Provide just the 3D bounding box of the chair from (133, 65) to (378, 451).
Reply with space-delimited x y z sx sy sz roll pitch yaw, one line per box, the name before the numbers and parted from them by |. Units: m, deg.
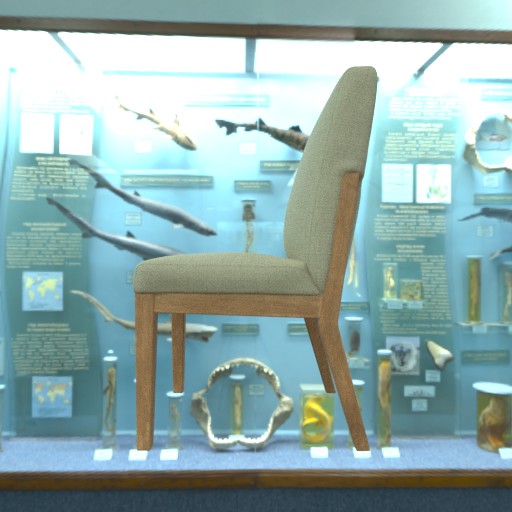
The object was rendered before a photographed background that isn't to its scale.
chair | 0.000 0.000 1.270 0.586 0.911 0.507 0 -1 0
